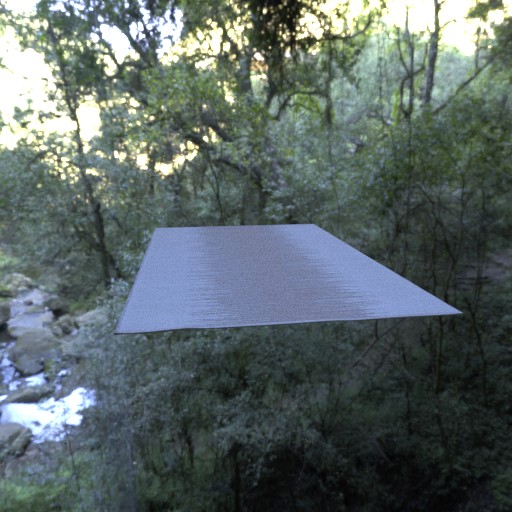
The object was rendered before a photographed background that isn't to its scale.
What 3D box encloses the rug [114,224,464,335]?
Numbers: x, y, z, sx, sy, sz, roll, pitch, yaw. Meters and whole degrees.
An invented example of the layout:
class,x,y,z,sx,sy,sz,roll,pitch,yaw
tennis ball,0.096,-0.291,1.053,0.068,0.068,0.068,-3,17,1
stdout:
class,x,y,z,sx,sy,sz,roll,pitch,yaw
rug,0.000,0.000,3.047,1.522,0.012,2.440,-2,14,-8
